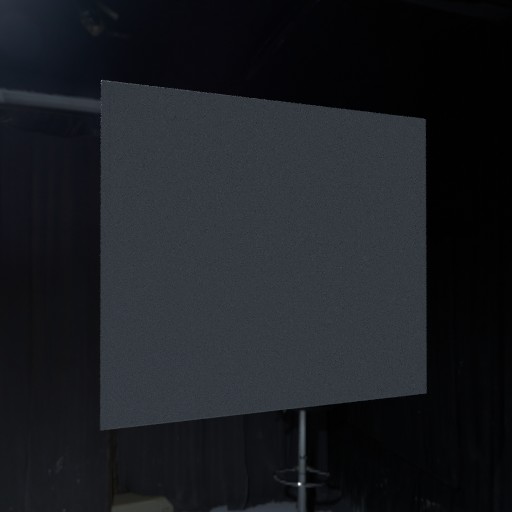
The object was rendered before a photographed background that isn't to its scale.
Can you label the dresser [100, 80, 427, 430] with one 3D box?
[{"bbox_3d":[0.000,0.000,1.266,0.830,0.740,0.420,0,0,-18],"label":"dresser"}]
